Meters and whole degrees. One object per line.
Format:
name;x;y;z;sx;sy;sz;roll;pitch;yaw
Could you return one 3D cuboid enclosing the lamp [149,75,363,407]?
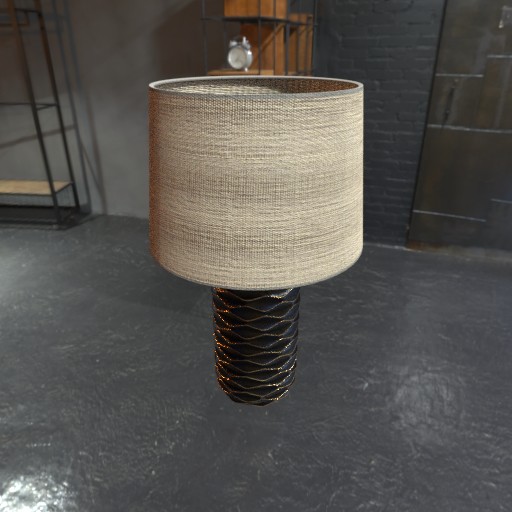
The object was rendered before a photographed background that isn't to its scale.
lamp;0.000;0.000;0.815;0.376;0.594;0.376;0;26;0
